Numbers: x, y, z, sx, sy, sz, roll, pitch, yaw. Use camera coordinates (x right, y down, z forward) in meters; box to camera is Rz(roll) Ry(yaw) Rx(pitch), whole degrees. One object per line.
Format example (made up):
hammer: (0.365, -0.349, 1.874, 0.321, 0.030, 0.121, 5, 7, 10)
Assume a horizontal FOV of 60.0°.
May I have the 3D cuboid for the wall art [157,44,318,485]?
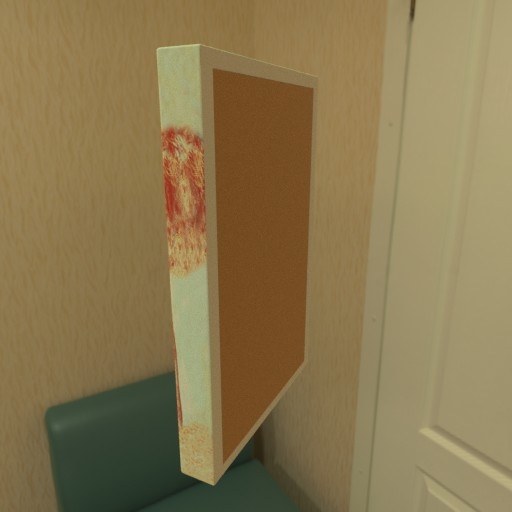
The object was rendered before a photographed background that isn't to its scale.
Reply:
wall art: (0.000, 0.000, 0.477, 0.039, 0.380, 0.251, 8, 18, 26)
